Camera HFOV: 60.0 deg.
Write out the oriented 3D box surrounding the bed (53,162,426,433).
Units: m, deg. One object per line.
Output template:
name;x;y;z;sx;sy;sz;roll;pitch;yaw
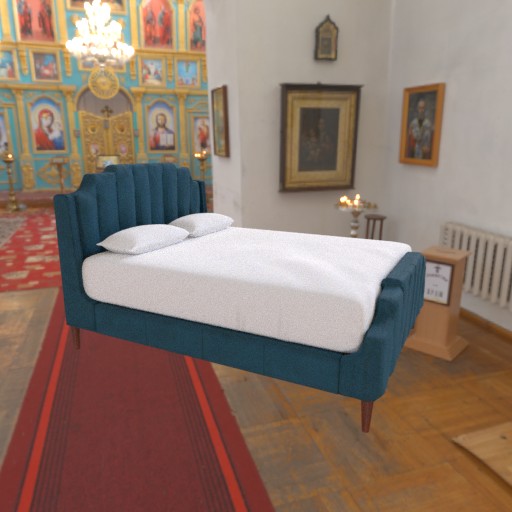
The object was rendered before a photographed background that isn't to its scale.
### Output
bed;0.000;0.000;3.377;2.322;1.351;1.676;7;15;27
